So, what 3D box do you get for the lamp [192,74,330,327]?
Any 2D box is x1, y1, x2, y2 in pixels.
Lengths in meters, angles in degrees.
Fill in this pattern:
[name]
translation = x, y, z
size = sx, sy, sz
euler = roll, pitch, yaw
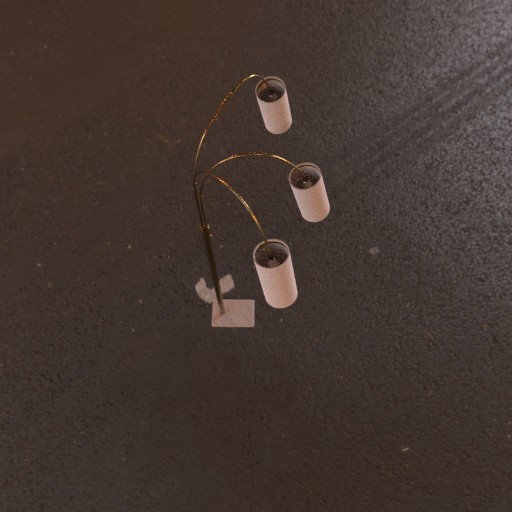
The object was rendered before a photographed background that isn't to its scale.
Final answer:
[lamp]
translation = 0.000, 0.000, 2.503
size = 0.667, 2.055, 1.020
euler = 0, 65, 0
